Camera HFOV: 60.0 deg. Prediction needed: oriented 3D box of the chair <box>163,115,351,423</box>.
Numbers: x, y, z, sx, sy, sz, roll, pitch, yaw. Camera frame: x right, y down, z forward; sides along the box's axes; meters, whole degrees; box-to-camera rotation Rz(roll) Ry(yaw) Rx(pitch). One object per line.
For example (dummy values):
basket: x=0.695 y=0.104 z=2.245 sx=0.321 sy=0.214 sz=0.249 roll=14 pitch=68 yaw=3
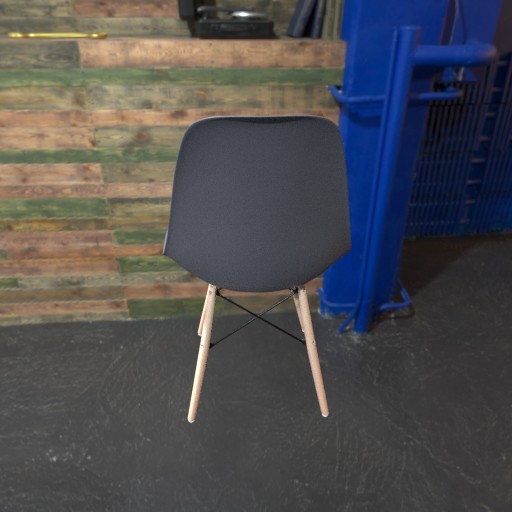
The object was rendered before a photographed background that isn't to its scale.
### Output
chair: x=0.000 y=0.000 z=1.144 sx=0.470 sy=0.826 sz=0.533 roll=-1 pitch=30 yaw=-2
